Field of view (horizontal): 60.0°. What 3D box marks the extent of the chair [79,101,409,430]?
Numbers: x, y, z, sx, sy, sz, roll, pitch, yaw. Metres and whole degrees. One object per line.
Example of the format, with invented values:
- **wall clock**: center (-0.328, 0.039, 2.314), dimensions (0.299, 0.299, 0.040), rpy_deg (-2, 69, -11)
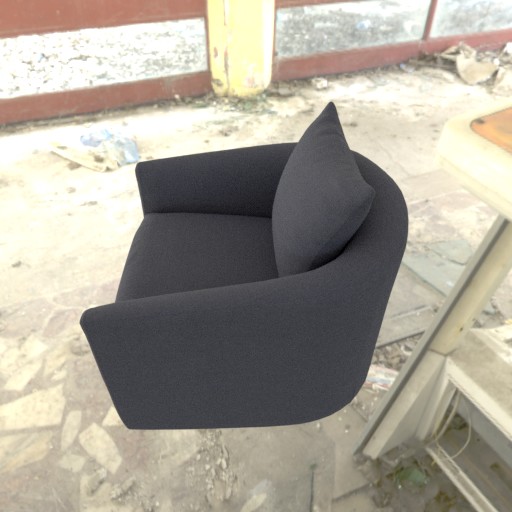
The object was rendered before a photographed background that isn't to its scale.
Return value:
- **chair**: center (0.000, 0.000, 1.511), dimensions (0.910, 0.848, 0.845), rpy_deg (-1, 40, -1)
